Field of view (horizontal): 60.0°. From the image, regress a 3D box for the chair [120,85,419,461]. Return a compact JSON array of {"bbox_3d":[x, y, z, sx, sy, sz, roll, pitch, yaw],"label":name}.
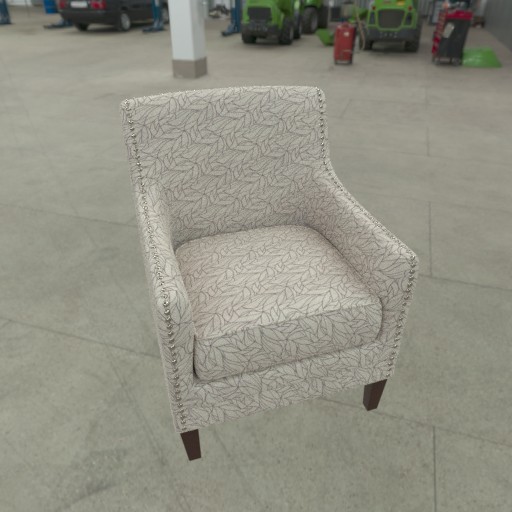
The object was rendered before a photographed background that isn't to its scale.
[{"bbox_3d":[0.000,0.000,1.283,0.623,0.816,0.651,-10,34,-15],"label":"chair"}]
